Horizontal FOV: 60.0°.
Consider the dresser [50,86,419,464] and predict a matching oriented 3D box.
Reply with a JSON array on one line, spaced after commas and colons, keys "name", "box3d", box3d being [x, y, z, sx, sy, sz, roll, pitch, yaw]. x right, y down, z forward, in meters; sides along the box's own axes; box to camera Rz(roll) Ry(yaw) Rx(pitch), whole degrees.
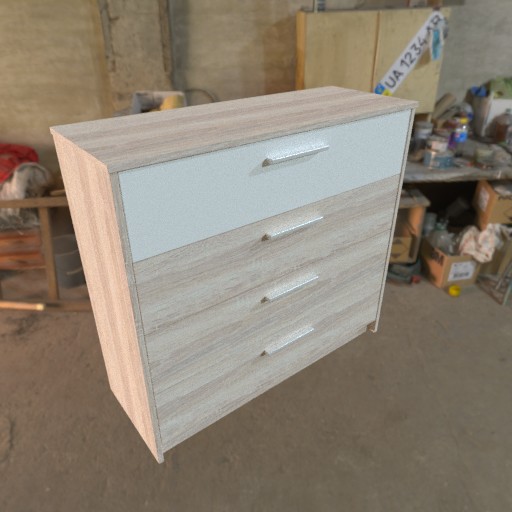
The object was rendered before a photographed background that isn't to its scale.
[{"name": "dresser", "box3d": [0.000, 0.000, 1.435, 0.980, 0.900, 0.380, -21, 36, -32]}]
